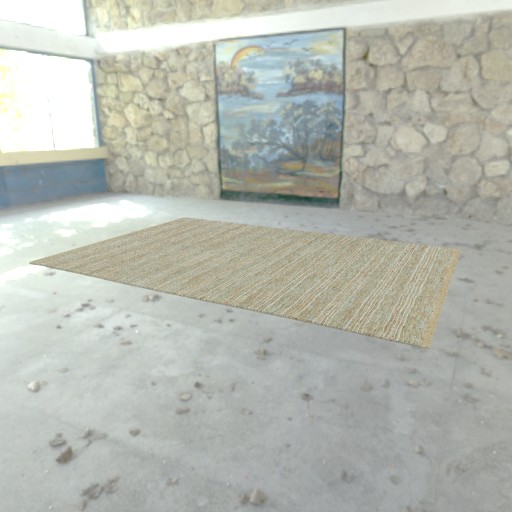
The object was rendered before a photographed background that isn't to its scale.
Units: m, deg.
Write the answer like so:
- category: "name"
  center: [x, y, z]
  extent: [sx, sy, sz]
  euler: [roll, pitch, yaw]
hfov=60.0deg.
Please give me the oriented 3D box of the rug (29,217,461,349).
- category: "rug"
  center: [0.000, 0.000, 2.252]
  extent: [1.824, 0.010, 1.240]
  euler: [8, 18, 27]
